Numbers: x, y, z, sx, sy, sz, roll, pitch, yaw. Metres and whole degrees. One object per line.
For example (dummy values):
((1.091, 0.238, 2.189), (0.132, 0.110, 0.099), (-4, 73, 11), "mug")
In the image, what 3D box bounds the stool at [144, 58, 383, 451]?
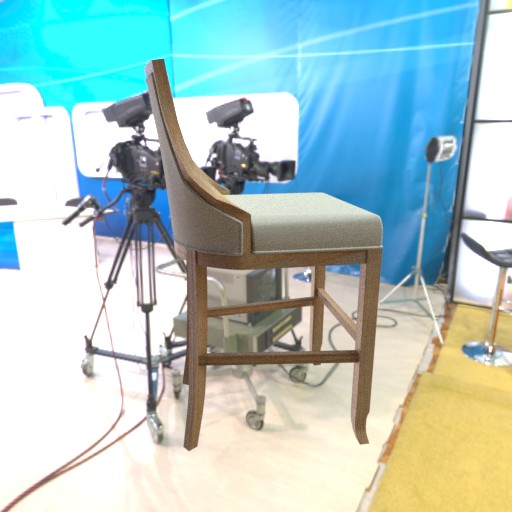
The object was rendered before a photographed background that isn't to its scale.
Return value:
((0.000, 0.000, 1.427), (0.626, 1.101, 0.524), (-3, 16, -9), "stool")
